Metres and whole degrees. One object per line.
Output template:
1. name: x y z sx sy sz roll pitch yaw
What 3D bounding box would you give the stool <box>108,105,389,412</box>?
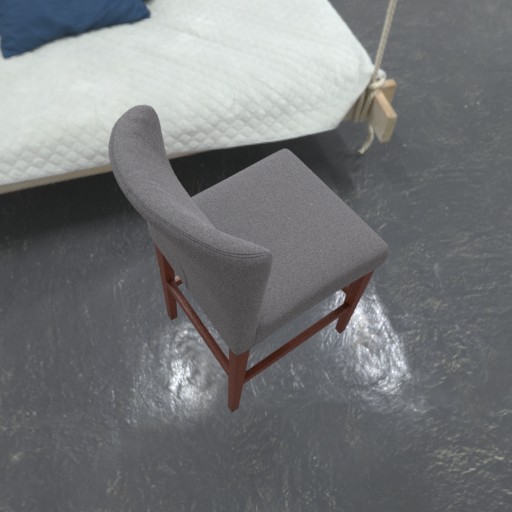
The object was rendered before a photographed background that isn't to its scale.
1. stool: 0.000 0.000 1.271 0.568 0.968 0.481 -31 63 -18
